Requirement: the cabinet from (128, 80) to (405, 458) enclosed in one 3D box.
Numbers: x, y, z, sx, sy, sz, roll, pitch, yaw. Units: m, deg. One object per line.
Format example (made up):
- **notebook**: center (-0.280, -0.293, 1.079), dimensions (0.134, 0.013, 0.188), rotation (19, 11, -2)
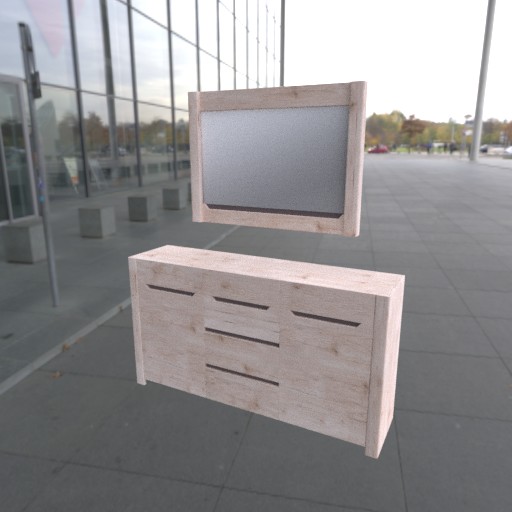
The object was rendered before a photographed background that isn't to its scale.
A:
- **cabinet**: center (0.000, 0.000, 2.716), dimensions (1.700, 1.981, 0.420), rotation (7, 16, 27)
